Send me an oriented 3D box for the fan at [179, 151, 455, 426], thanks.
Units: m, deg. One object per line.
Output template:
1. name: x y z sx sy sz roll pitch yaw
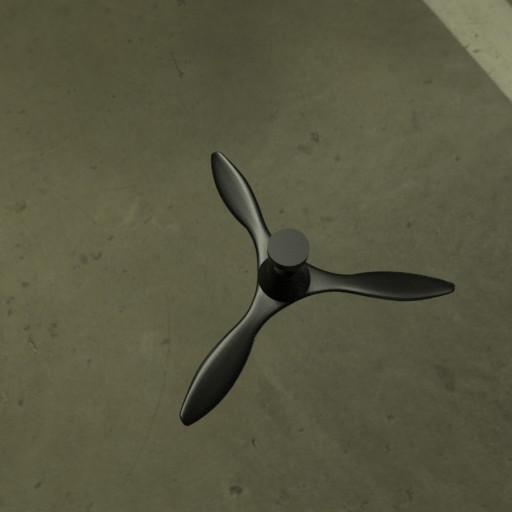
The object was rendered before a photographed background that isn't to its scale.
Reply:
1. fan: 0.000 0.000 1.607 1.067 0.305 1.067 -35 69 -16
